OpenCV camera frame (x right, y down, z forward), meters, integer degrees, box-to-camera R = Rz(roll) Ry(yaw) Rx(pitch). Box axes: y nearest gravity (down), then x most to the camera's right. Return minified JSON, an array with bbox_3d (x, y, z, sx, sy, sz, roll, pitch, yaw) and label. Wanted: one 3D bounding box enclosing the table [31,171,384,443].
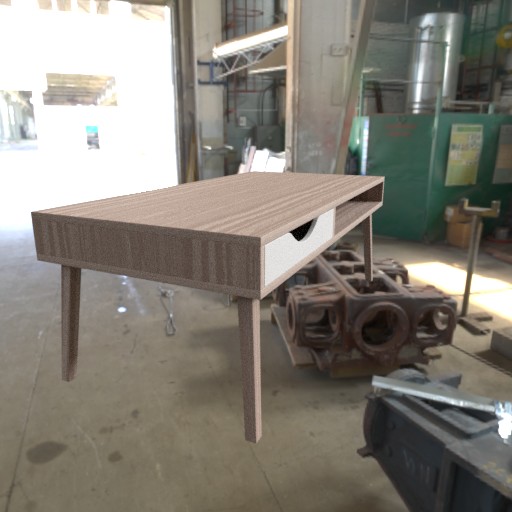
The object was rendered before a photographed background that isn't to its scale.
[{"bbox_3d":[0.000,0.000,1.498,0.600,0.450,1.200,8,17,25],"label":"table"}]
